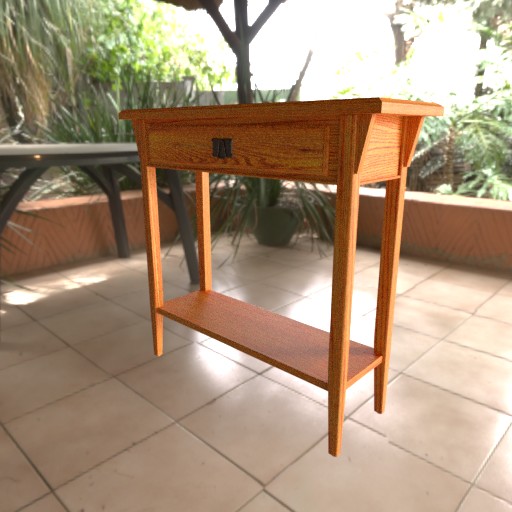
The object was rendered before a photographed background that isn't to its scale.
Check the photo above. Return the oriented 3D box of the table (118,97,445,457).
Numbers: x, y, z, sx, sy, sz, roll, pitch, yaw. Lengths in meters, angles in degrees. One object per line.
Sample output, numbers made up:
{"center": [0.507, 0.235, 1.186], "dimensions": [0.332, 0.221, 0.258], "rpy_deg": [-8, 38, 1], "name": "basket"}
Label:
{"center": [0.000, 0.000, 1.115], "dimensions": [0.762, 0.711, 0.254], "rpy_deg": [14, 21, 41], "name": "table"}
